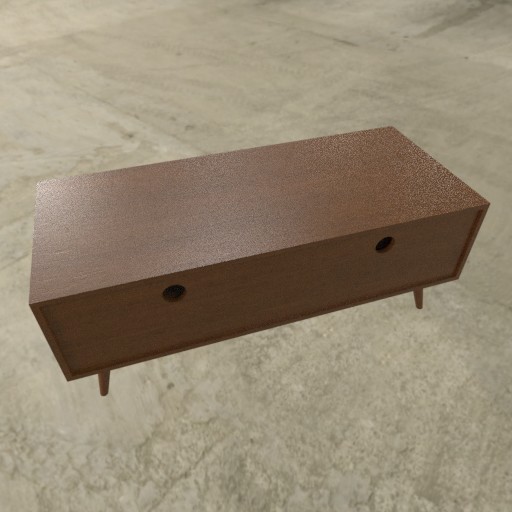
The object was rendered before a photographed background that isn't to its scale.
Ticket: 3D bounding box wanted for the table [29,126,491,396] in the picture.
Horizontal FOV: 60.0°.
[{"bbox_3d":[0.000,0.000,1.345,1.119,0.464,0.490,-12,43,-14],"label":"table"}]
